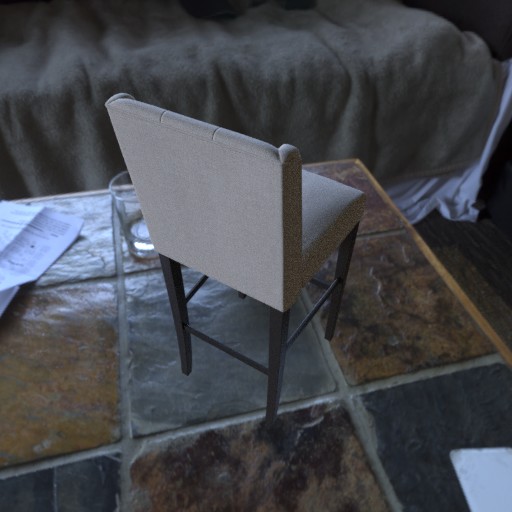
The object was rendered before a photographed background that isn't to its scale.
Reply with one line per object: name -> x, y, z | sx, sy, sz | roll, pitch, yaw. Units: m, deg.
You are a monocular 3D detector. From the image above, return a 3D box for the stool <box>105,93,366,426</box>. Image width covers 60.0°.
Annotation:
stool -> 0.000, 0.000, 1.370 | 0.474, 1.116, 0.509 | 23, 49, 22
